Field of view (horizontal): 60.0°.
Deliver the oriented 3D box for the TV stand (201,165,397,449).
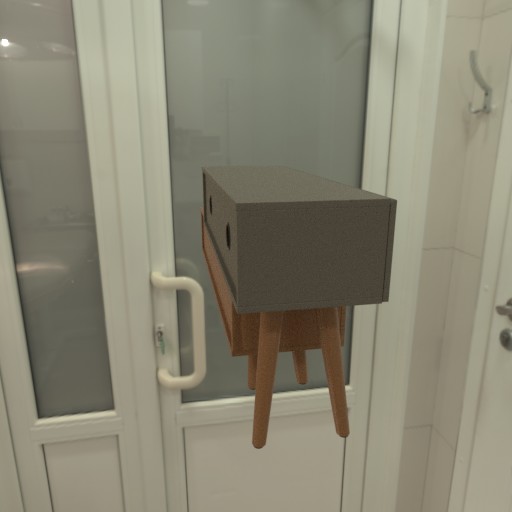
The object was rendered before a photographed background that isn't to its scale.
[{"bbox_3d":[0.000,0.000,1.570,0.329,0.591,1.336,-3,16,-10],"label":"TV stand"}]
